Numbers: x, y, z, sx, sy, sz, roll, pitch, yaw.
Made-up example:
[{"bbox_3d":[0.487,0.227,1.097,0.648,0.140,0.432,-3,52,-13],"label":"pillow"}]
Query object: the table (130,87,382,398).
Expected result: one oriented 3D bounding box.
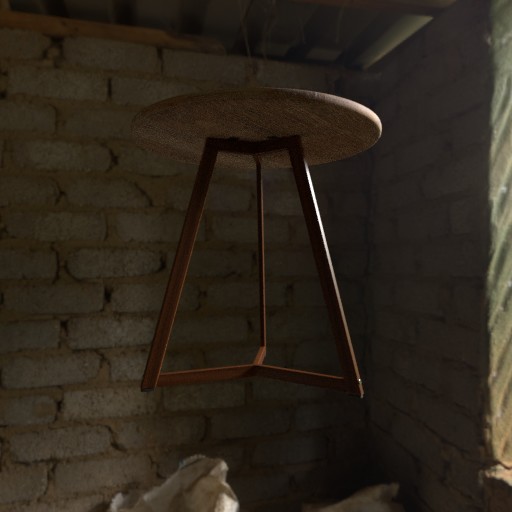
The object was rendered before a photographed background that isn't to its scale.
[{"bbox_3d":[0.000,0.000,0.912,0.500,0.500,0.500,0,-1,0],"label":"table"}]
